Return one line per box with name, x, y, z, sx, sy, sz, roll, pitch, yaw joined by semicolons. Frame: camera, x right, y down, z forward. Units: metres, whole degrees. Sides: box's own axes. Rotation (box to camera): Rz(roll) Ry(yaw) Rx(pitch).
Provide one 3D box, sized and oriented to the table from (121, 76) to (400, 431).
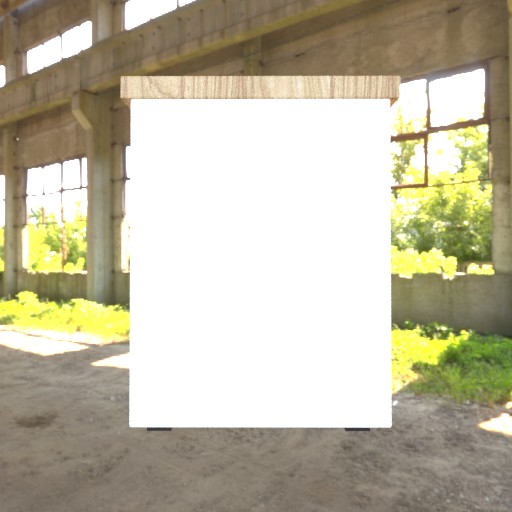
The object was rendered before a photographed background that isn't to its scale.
table;0.000;0.000;0.795;0.360;0.440;0.500;0;-1;0
